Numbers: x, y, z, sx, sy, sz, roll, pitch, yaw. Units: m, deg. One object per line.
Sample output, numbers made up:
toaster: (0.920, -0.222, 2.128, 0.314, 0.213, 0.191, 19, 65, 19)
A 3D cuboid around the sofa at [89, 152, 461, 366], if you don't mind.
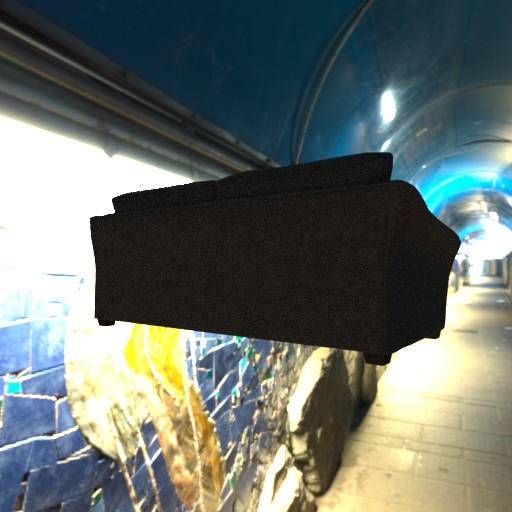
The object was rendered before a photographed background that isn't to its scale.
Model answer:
sofa: (0.000, 0.000, 2.803, 2.270, 0.950, 0.971, -1, -2, 37)
